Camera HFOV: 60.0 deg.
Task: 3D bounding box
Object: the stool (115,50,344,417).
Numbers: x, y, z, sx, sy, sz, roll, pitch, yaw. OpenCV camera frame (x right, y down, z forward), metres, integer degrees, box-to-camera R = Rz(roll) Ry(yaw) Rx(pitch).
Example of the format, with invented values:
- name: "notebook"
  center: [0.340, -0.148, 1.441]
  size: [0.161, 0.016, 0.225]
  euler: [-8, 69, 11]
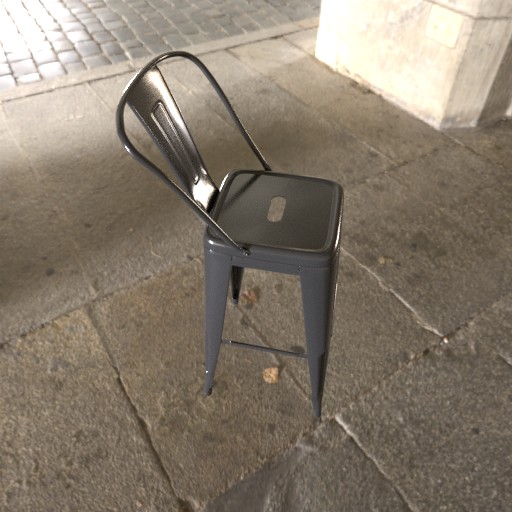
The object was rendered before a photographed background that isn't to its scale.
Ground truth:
- name: "stool"
  center: [0.000, 0.000, 1.279]
  size: [0.528, 1.022, 0.432]
  euler: [9, 47, 8]
